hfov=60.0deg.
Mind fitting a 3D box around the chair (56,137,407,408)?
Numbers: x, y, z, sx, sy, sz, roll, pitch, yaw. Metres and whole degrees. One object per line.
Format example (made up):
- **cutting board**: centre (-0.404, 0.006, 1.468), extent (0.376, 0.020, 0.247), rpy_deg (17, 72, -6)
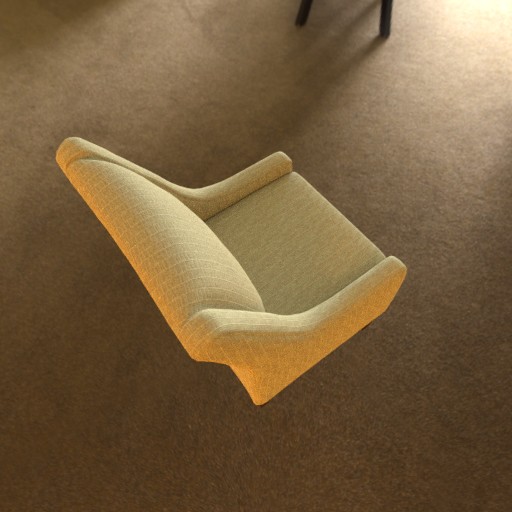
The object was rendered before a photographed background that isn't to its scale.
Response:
- **chair**: centre (0.000, 0.000, 1.620), extent (0.870, 1.014, 0.774), rpy_deg (-32, 63, -19)
